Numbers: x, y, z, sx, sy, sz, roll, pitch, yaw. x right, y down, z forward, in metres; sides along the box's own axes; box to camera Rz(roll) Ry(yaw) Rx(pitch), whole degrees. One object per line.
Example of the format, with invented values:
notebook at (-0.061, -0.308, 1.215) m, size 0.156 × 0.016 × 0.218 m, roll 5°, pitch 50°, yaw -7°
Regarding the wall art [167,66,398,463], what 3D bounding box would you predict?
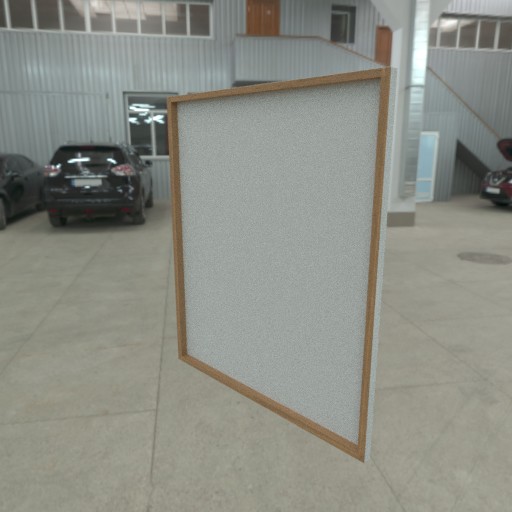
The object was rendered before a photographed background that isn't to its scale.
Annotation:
wall art at (0.000, 0.000, 0.983) m, size 0.021 × 0.710 × 0.609 m, roll -13°, pitch 19°, yaw -43°
